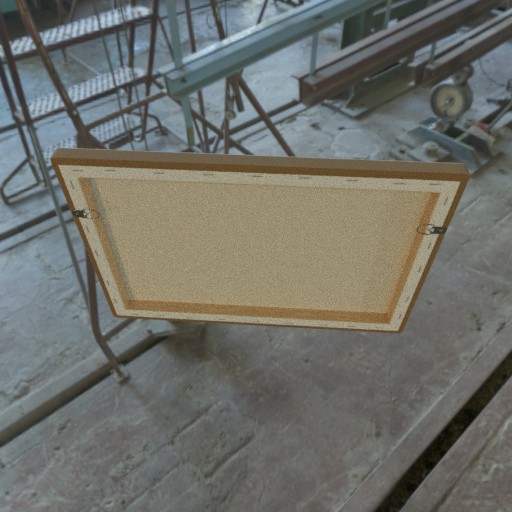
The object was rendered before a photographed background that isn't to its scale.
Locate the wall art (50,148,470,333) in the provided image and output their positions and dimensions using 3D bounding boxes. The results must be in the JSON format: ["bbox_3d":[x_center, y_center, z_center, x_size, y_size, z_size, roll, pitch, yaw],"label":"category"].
[{"bbox_3d":[0.000,0.000,0.496,0.380,0.254,0.019,3,47,3],"label":"wall art"}]
